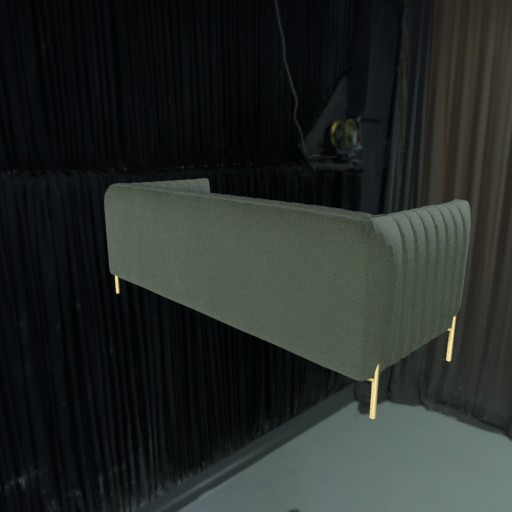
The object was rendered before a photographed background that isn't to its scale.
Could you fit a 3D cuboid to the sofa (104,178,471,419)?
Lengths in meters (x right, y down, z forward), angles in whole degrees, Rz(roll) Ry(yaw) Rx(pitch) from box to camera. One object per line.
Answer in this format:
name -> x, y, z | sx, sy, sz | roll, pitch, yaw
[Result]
sofa -> 0.000, 0.000, 2.613 | 0.896, 0.793, 2.137 | -13, 19, -42
